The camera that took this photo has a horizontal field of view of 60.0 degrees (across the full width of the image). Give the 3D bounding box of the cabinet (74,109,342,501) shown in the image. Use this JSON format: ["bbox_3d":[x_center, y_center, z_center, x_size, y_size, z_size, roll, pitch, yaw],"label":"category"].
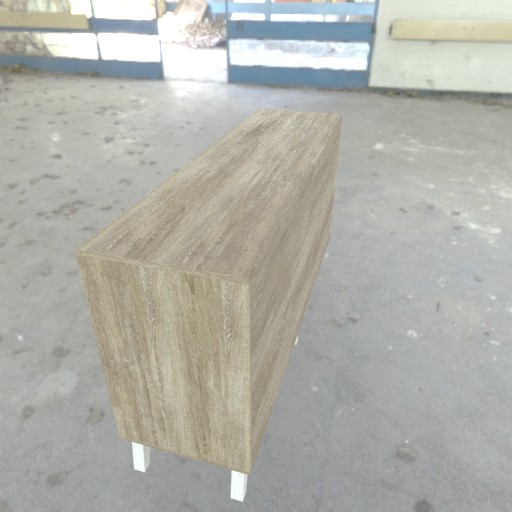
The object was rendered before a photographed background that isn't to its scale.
[{"bbox_3d":[0.000,0.000,1.912,0.450,0.870,1.600,9,32,14],"label":"cabinet"}]
